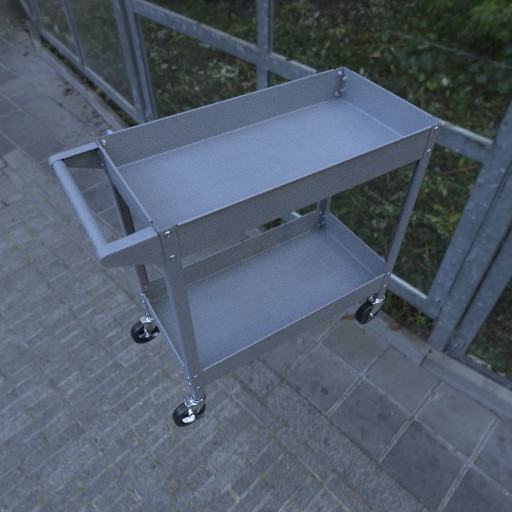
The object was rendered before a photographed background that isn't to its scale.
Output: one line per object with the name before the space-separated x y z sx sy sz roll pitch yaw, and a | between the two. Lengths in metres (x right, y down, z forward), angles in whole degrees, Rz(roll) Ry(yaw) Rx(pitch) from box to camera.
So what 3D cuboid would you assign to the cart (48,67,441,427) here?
cart | 0.000 0.000 1.184 0.779 0.719 0.366 -24 51 -21
